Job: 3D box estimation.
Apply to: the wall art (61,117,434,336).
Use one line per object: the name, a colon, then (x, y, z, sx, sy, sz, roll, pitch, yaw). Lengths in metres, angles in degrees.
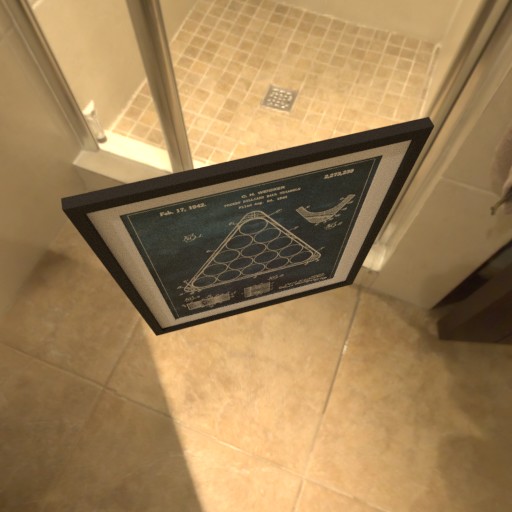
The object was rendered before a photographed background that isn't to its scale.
wall art: (0.000, 0.000, 1.262, 0.755, 0.863, 0.028, -14, 65, -7)
